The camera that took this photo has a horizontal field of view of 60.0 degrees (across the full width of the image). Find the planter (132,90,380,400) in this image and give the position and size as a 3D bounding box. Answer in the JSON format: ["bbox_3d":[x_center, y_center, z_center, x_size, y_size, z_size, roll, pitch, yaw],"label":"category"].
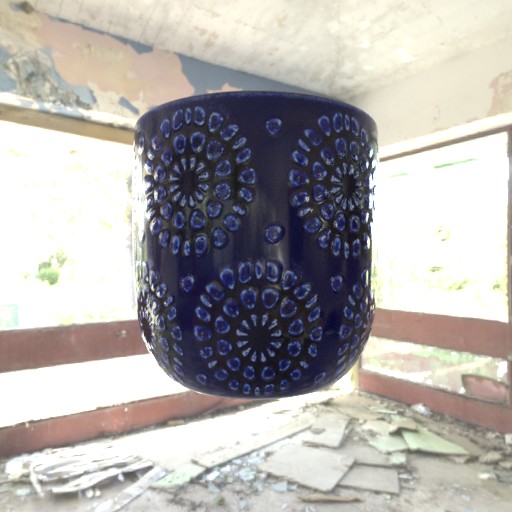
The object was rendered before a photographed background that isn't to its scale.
[{"bbox_3d":[0.000,0.000,0.203,0.109,0.112,0.109,0,-1,0],"label":"planter"}]
